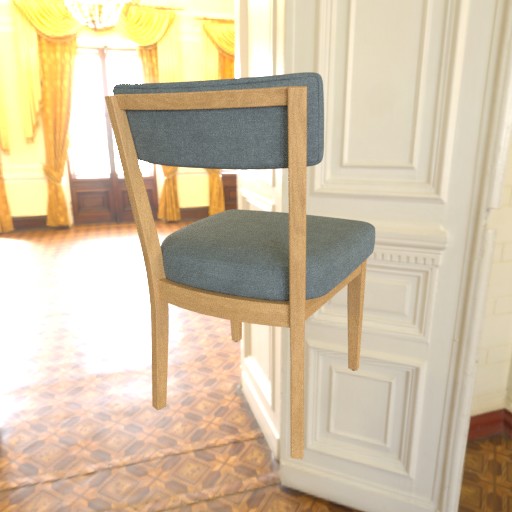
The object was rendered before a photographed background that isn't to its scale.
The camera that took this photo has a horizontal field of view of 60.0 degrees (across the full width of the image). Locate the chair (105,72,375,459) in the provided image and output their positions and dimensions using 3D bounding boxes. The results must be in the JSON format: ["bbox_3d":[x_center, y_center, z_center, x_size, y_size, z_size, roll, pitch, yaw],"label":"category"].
[{"bbox_3d":[0.000,0.000,1.168,0.508,0.832,0.572,8,18,26],"label":"chair"}]
